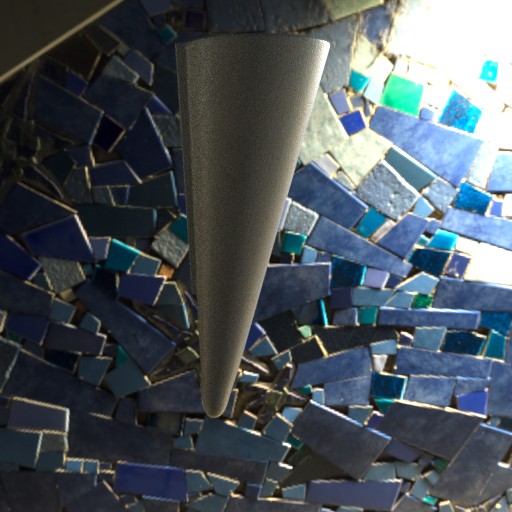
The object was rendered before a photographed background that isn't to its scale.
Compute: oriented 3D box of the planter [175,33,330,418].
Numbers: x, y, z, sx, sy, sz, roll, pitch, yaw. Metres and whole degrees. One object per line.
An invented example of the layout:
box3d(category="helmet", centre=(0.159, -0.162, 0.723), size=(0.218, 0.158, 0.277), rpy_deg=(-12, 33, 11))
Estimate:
box3d(category="planter", centre=(0.000, 0.000, 0.221), size=(0.064, 0.191, 0.057), rpy_deg=(3, 16, 11))
